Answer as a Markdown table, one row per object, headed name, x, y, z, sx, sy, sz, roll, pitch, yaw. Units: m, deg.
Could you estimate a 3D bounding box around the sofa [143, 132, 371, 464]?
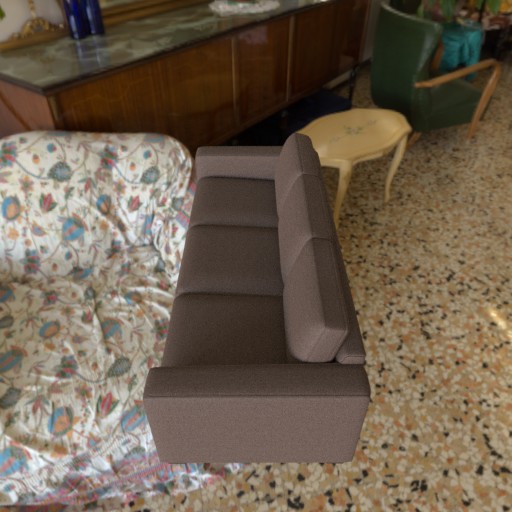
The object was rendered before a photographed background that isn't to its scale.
| name | x | y | z | sx | sy | sz | roll | pitch | yaw |
| --- | --- | --- | --- | --- | --- | --- | --- | --- | --- |
| sofa | 0.000 | 0.000 | 2.630 | 0.900 | 0.806 | 2.160 | 0 | 40 | 0 |
